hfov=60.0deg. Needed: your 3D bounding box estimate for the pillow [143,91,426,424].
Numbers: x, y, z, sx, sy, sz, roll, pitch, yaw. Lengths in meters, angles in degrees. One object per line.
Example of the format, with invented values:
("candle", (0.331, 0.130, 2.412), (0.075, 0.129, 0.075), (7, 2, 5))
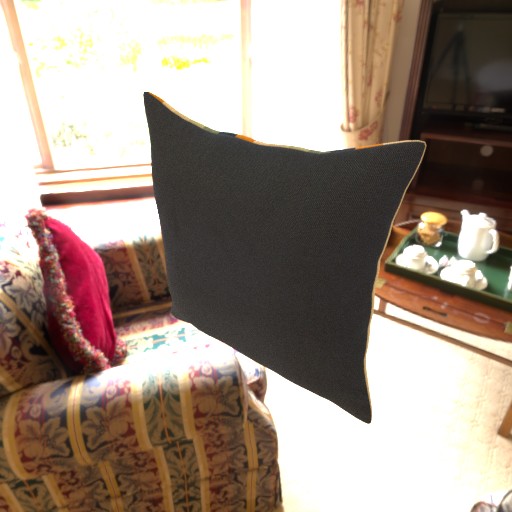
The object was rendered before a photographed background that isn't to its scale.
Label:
("pillow", (0.000, 0.000, 0.712), (0.463, 0.454, 0.173), (22, 37, 32))
